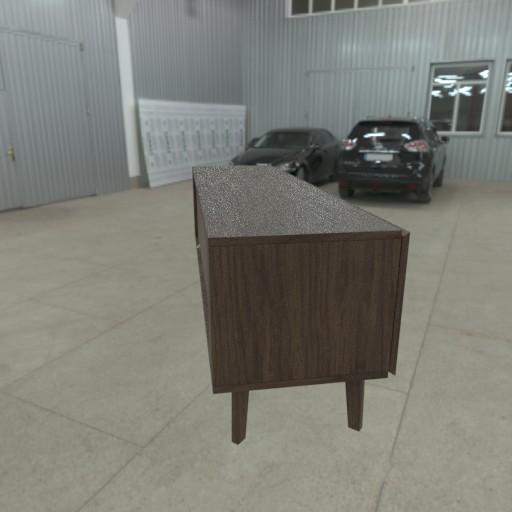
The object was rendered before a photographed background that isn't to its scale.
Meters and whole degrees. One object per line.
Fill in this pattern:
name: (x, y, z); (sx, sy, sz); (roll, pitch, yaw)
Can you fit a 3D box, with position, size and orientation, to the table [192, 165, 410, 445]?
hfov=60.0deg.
table: (0.000, 0.000, 1.591); (0.405, 0.508, 1.397); (-3, 17, -9)
